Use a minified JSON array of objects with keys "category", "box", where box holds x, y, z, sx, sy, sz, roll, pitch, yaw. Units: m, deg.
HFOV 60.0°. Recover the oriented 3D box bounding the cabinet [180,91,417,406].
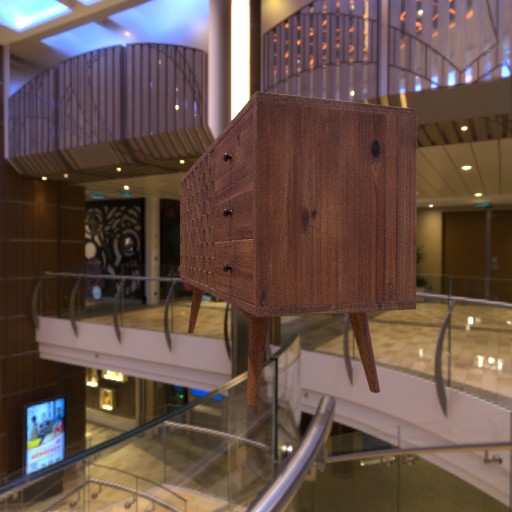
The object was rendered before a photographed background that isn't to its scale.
[{"category":"cabinet","box":[0.000,0.000,1.788,0.472,0.800,1.400,0,1,-17]}]
